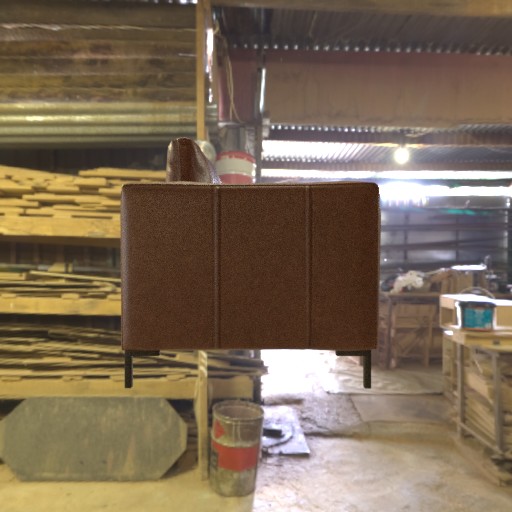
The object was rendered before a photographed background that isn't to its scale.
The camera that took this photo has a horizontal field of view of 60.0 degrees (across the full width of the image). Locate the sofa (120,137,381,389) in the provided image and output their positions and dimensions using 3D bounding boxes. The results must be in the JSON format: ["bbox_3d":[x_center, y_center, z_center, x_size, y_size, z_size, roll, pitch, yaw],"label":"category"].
[{"bbox_3d":[0.000,0.000,2.330,0.899,0.883,1.797,0,0,0],"label":"sofa"}]
